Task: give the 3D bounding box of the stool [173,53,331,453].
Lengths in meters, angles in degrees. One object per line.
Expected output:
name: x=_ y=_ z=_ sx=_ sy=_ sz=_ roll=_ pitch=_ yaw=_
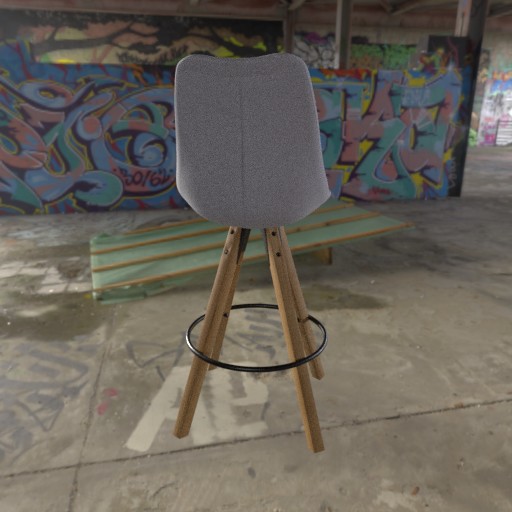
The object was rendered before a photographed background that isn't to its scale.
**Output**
stool: x=0.000 y=0.000 z=1.407 sx=0.484 sy=1.115 sz=0.550 roll=3 pitch=18 yaw=8
